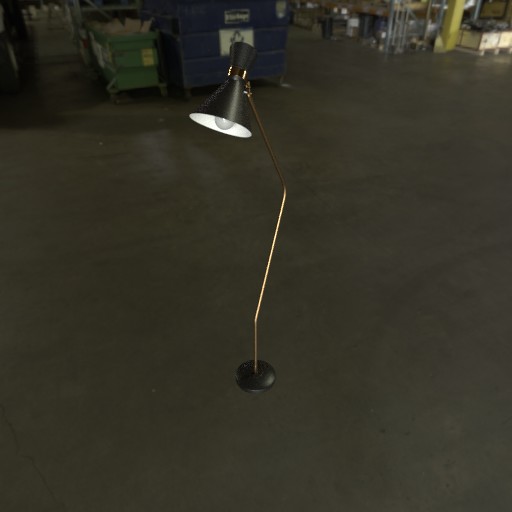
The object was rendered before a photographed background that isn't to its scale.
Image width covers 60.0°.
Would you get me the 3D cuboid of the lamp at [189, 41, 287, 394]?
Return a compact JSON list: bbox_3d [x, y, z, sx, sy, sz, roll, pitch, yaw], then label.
[{"bbox_3d":[0.000,0.000,1.631,0.467,1.438,0.277,-21,39,-29],"label":"lamp"}]
